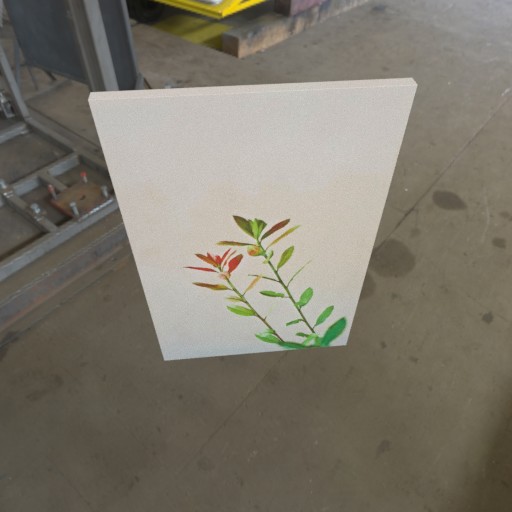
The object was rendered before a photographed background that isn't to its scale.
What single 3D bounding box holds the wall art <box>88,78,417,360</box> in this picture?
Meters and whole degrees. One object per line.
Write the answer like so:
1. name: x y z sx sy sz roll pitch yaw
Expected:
1. wall art: 0.000 0.000 1.451 0.764 1.143 0.038 -4 47 -4
